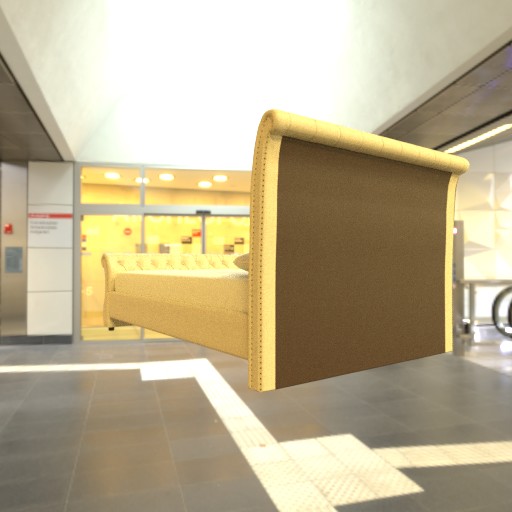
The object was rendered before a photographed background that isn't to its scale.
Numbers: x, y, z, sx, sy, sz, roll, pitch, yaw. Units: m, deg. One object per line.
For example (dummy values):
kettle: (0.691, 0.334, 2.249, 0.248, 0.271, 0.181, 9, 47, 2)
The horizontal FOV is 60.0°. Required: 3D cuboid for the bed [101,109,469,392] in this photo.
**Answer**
bed: (0.000, 0.000, 3.382, 1.606, 1.268, 2.493, 1, -1, -36)
